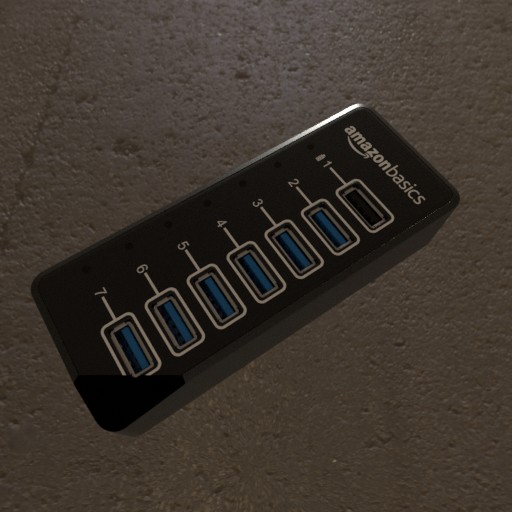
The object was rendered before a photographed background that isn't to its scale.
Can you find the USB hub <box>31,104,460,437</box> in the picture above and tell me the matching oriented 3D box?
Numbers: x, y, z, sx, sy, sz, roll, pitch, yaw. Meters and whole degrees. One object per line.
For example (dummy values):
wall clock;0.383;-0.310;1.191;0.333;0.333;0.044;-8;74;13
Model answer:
USB hub;0.000;0.000;0.126;0.110;0.023;0.044;-31;68;-14
